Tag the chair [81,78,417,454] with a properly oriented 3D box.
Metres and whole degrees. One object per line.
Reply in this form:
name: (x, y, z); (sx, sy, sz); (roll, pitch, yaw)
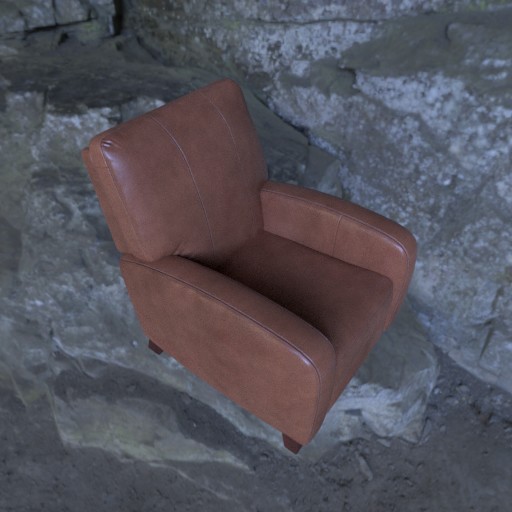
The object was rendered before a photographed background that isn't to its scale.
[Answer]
chair: (0.000, 0.000, 1.652); (0.990, 0.990, 0.762); (27, 48, 27)
